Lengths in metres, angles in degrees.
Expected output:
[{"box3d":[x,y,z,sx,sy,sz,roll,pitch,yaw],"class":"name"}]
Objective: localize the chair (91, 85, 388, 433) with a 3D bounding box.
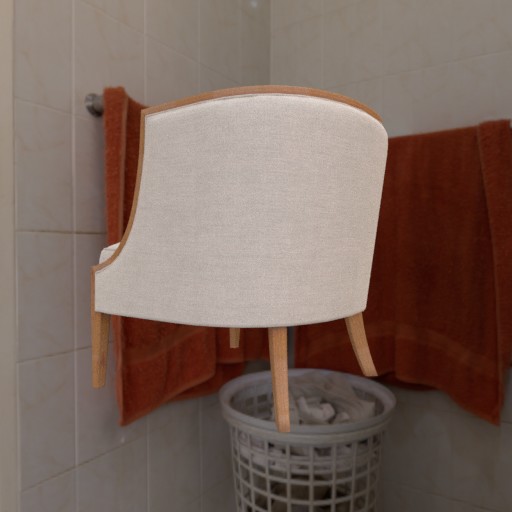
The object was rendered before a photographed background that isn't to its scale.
[{"box3d":[0.000,0.000,1.373,0.757,0.775,0.711,1,1,36],"class":"chair"}]
